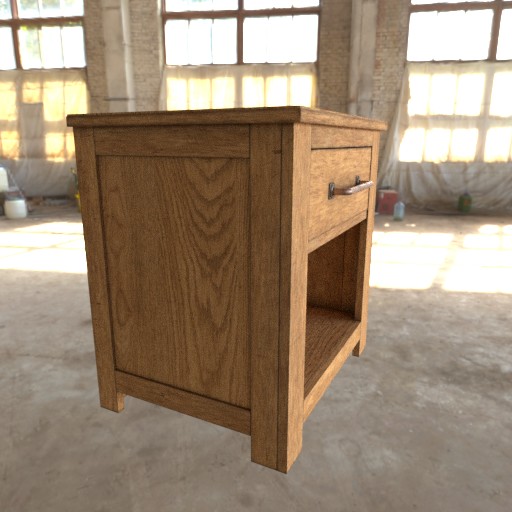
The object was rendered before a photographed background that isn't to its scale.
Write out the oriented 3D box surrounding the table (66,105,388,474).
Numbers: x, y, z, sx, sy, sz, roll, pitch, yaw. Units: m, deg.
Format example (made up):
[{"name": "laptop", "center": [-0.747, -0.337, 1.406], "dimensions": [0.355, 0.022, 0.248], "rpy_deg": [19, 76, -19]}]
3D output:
[{"name": "table", "center": [0.000, 0.000, 1.053], "dimensions": [0.494, 0.625, 0.601], "rpy_deg": [7, 16, 26]}]
